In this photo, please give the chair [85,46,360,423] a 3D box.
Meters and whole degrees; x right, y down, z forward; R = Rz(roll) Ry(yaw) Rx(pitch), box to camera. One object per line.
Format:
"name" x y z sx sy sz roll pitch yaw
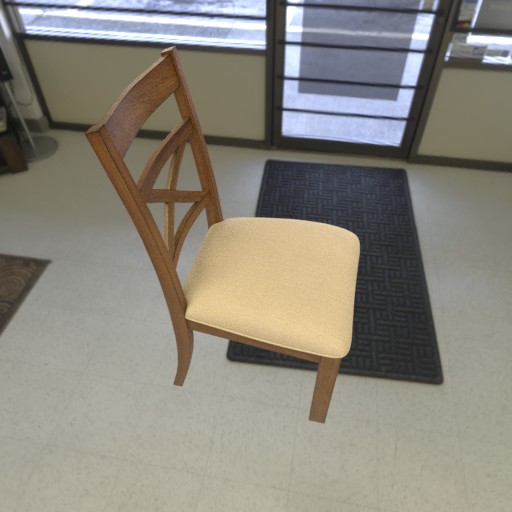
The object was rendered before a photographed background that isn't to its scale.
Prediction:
"chair" 0.000 0.000 1.245 0.581 0.949 0.461 9 47 9
